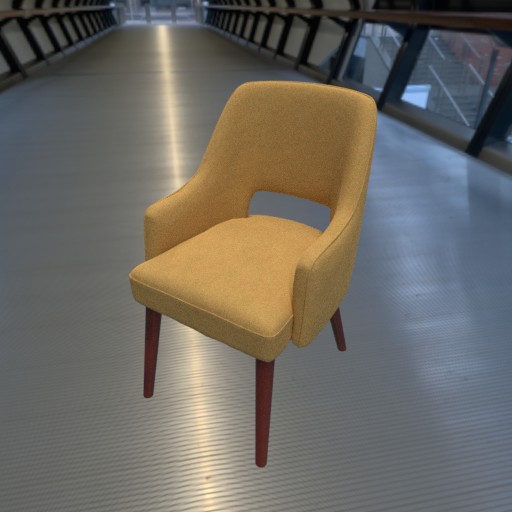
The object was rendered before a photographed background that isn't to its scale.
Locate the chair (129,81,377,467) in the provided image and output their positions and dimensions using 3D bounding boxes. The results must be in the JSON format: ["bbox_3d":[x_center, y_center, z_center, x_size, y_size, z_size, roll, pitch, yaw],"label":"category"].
[{"bbox_3d":[0.000,0.000,1.259,0.548,0.849,0.605,19,35,29],"label":"chair"}]
